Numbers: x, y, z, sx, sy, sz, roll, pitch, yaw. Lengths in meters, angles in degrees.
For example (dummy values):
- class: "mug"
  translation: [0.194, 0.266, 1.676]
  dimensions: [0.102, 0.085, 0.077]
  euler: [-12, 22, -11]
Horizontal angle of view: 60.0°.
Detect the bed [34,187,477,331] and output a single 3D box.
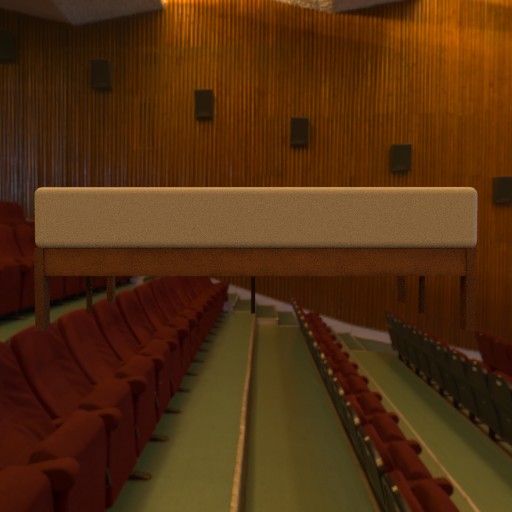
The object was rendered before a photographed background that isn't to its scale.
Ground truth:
- class: "bed"
  translation: [0.000, 0.000, 2.375]
  dimensions: [1.902, 0.616, 0.961]
  euler: [0, 2, 0]
